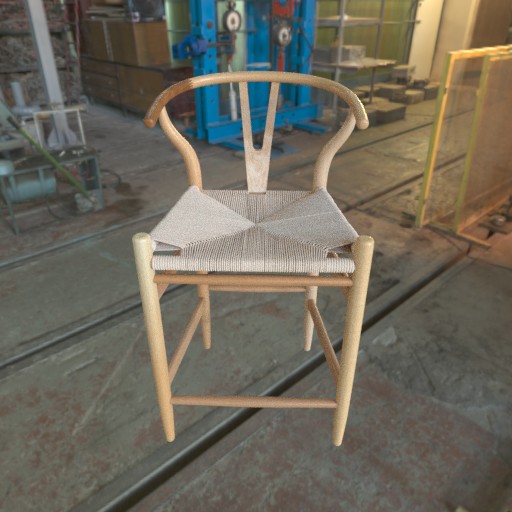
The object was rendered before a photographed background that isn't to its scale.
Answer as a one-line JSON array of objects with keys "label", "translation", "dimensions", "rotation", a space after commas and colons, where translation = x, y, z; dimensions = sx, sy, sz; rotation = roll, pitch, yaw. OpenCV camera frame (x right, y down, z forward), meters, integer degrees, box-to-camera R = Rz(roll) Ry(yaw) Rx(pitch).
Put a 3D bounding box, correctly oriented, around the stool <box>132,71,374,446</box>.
[{"label": "stool", "translation": [0.000, 0.000, 1.280], "dimensions": [0.536, 0.923, 0.575], "rotation": [1, 30, 1]}]
